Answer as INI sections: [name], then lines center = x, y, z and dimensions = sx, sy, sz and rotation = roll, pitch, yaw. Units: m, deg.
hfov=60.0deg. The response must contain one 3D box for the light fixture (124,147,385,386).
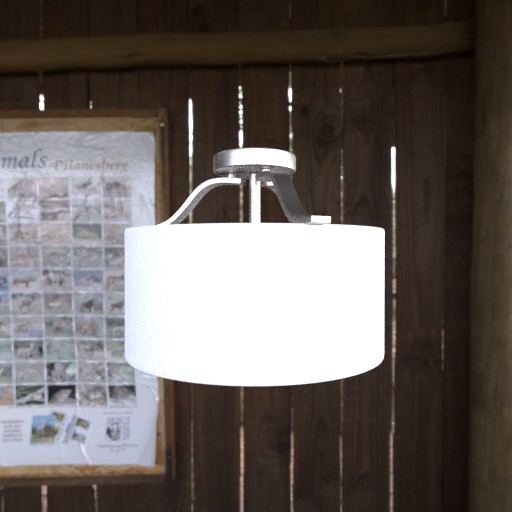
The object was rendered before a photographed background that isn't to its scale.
[light fixture]
center = 0.000, 0.000, 0.673
dimensions = 0.395, 0.304, 0.395
rotation = 0, 1, 0
